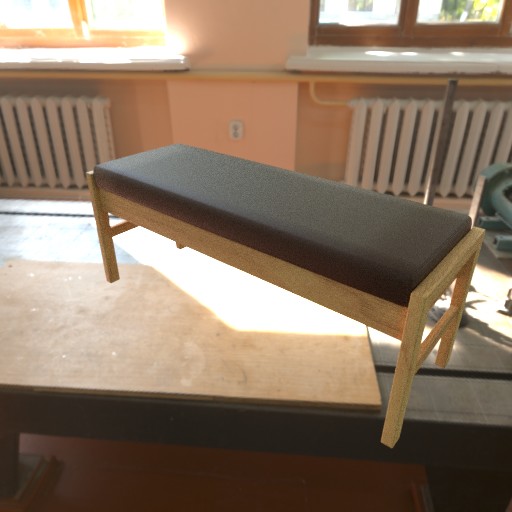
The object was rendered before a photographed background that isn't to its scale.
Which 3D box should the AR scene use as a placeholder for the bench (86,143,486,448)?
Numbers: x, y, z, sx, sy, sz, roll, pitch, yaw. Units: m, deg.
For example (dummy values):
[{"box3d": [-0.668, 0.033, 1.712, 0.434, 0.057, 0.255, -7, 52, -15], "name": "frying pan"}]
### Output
[{"box3d": [0.000, 0.000, 1.437, 1.200, 0.480, 0.405, 22, 36, 34], "name": "bench"}]
